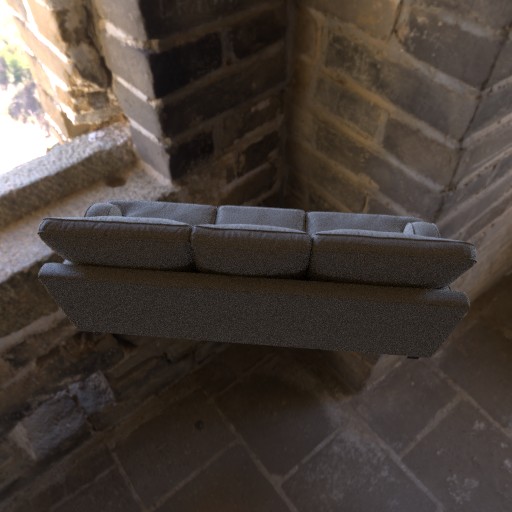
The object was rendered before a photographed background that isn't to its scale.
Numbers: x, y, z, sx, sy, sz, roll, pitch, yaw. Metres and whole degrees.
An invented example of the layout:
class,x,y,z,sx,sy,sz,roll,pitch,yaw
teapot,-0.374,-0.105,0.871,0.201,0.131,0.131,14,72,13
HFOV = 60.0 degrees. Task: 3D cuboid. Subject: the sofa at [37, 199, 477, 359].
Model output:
class,x,y,z,sx,sy,sz,roll,pitch,yaw
sofa,0.000,0.000,2.854,2.323,0.997,1.016,4,47,4
